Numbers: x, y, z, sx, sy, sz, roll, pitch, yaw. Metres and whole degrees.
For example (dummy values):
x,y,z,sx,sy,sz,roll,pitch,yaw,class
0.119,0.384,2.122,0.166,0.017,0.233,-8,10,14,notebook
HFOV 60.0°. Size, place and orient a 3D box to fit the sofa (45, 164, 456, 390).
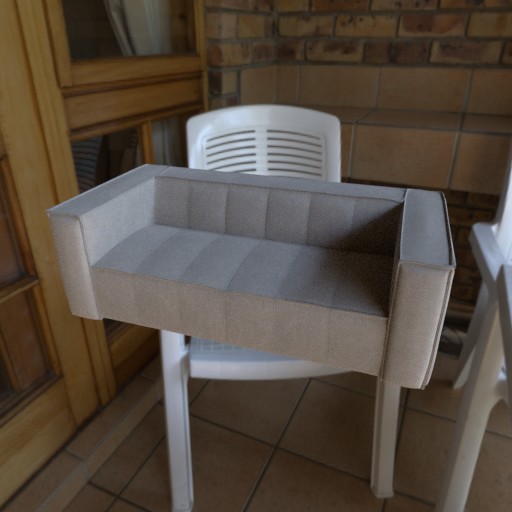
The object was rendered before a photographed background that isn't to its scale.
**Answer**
x,y,z,sx,sy,sz,roll,pitch,yaw,class
0.000,0.000,2.553,1.995,0.680,1.038,9,28,16,sofa
